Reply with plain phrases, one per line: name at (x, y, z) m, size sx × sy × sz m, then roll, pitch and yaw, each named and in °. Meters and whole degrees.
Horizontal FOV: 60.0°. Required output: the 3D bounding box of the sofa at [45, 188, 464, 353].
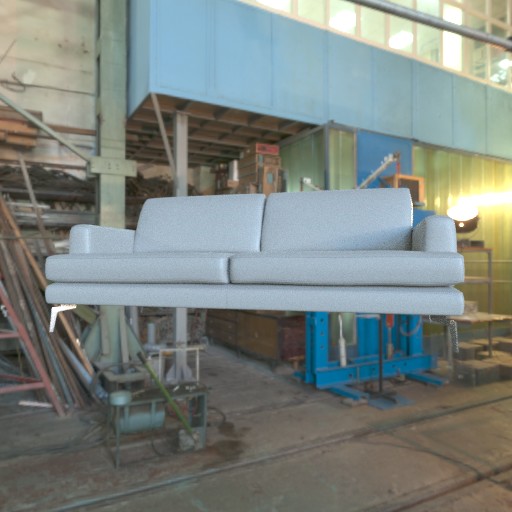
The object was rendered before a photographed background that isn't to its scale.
sofa at (0.000, 0.000, 2.411) m, size 1.940 × 0.765 × 0.974 m, roll 0°, pitch -1°, yaw 15°
